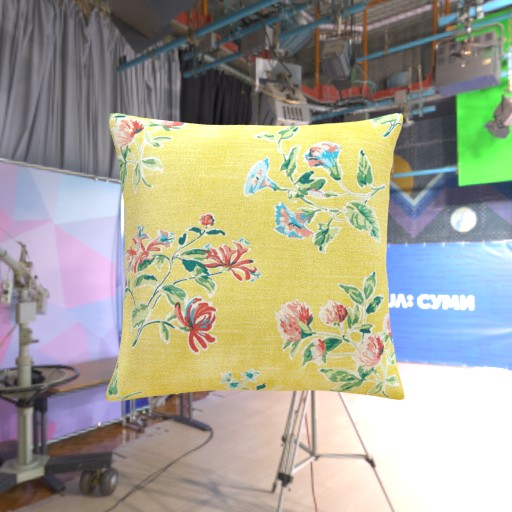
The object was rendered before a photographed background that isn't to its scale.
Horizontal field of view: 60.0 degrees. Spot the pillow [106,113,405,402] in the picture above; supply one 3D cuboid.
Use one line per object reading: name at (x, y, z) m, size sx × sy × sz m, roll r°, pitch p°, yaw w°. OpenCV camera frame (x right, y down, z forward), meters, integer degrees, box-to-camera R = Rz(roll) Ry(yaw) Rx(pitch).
pillow at (0.000, 0.000, 0.784) m, size 0.525 × 0.508 × 0.166 m, roll 0°, pitch 0°, yaw -1°
